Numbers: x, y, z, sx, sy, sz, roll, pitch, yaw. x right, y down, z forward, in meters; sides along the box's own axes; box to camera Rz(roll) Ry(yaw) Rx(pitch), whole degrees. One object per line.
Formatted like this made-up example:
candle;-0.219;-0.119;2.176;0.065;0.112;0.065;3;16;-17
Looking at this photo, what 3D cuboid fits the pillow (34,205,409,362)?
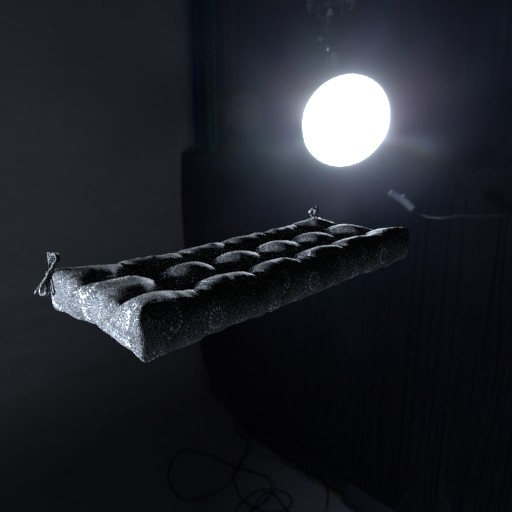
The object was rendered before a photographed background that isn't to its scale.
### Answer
pillow;0.000;0.000;1.386;0.511;0.174;1.194;14;20;42
